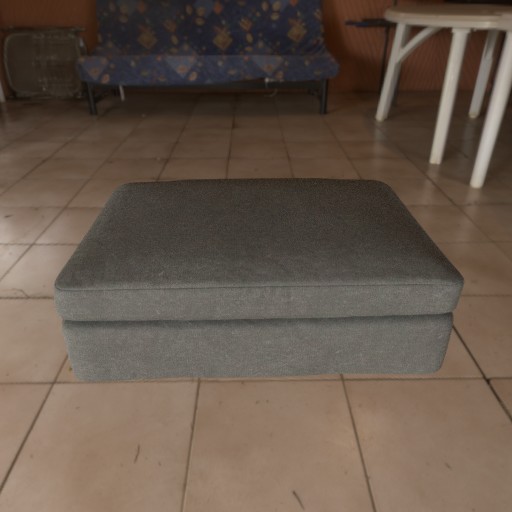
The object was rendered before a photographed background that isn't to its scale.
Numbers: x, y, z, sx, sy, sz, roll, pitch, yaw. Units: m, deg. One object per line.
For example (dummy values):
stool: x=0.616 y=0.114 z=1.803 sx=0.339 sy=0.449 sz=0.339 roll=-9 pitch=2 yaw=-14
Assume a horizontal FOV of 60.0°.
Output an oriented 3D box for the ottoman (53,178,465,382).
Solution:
ottoman: x=0.000 y=0.000 z=1.642 sx=1.199 sy=0.429 sz=0.840 roll=-1 pitch=30 yaw=-2
